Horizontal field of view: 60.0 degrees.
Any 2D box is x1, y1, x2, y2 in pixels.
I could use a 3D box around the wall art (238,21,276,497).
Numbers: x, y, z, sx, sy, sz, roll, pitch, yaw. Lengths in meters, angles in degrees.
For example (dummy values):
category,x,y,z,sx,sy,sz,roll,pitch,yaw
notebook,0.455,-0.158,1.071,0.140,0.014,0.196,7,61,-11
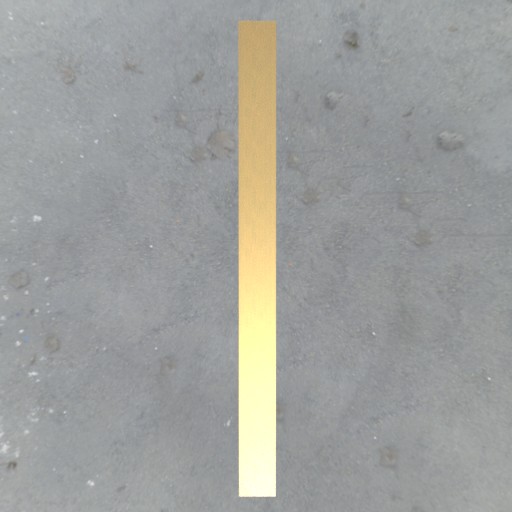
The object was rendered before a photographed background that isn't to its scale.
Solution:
category,x,y,z,sx,sy,sz,roll,pitch,yaw
wall art,0.000,0.000,0.728,0.040,0.509,0.509,0,91,0
